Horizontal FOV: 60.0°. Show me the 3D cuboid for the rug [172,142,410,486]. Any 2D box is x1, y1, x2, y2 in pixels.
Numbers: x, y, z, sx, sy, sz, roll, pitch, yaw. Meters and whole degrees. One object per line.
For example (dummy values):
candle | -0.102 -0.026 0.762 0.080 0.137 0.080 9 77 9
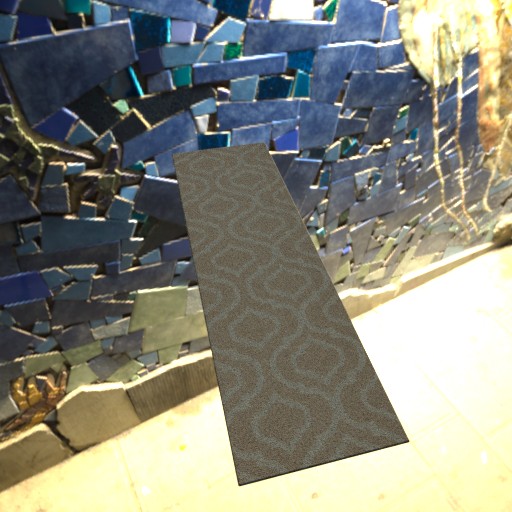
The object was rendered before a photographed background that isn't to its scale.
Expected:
rug | 0.000 0.000 2.468 0.691 0.013 2.289 -10 46 -10
